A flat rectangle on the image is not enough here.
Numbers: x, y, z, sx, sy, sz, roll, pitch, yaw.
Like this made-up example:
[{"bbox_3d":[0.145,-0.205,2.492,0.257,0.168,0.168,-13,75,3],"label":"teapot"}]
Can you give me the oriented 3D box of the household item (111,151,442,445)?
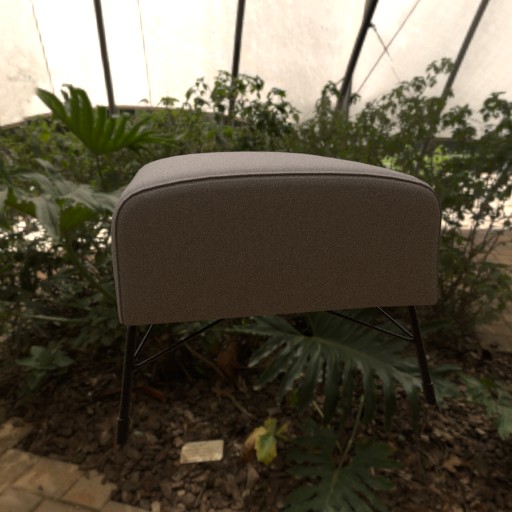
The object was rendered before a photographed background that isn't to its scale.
[{"bbox_3d":[0.000,0.000,0.901,0.530,0.410,0.530,-3,16,-11],"label":"household item"}]
